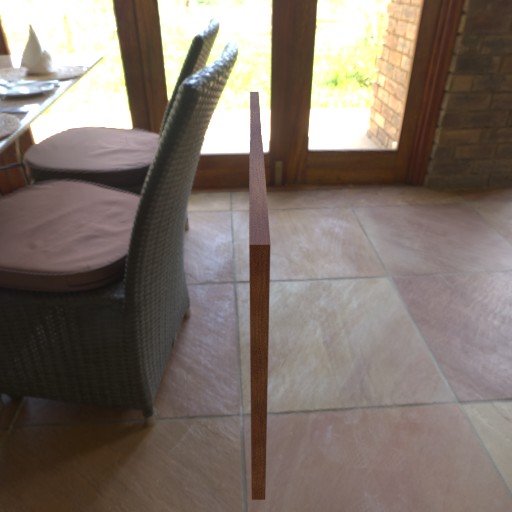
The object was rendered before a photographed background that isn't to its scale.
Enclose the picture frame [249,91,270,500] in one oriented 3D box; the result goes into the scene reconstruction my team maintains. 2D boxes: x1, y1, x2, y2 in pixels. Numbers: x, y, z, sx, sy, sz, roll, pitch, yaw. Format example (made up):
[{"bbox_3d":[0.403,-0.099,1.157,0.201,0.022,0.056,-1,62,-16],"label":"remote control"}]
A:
[{"bbox_3d":[0.000,0.000,1.183,0.029,0.640,0.950,0,32,-1],"label":"picture frame"}]
